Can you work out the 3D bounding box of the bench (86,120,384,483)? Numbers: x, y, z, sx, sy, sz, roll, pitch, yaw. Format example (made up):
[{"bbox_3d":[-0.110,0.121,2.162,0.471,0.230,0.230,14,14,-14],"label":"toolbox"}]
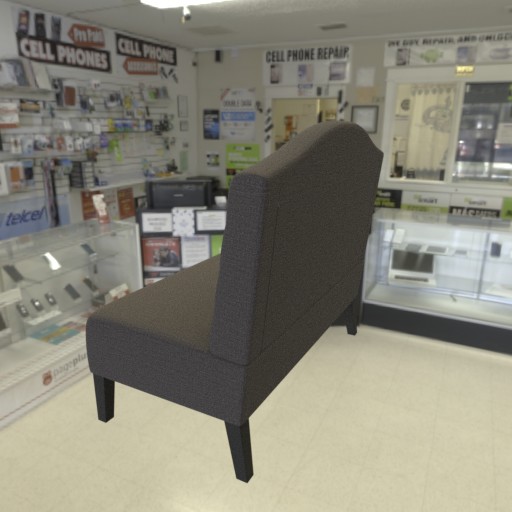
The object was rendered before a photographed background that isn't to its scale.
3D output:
[{"bbox_3d":[0.000,0.000,2.024,0.815,1.180,1.335,9,19,27],"label":"bench"}]
